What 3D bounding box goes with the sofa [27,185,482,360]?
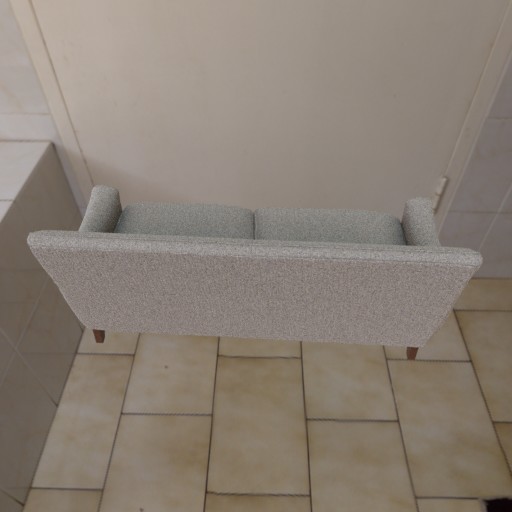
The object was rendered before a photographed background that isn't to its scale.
[{"bbox_3d":[0.000,0.000,2.517,2.026,0.942,0.854,3,47,2],"label":"sofa"}]
